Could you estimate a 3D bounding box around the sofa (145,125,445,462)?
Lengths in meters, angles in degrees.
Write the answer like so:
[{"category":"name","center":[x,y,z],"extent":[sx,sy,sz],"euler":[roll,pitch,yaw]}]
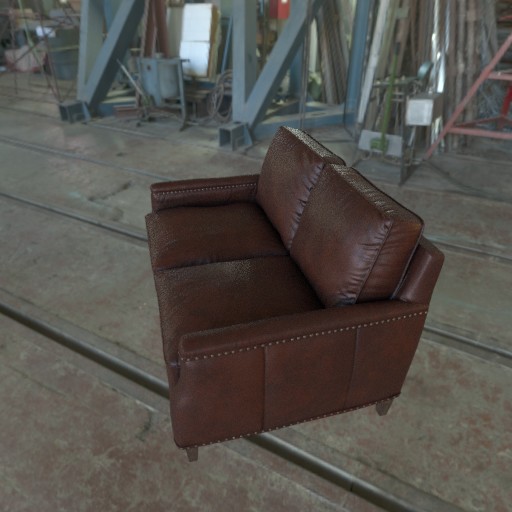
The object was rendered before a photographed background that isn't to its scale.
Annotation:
[{"category":"sofa","center":[0.000,0.000,2.325],"extent":[1.083,1.003,1.628],"euler":[-8,32,-13]}]
